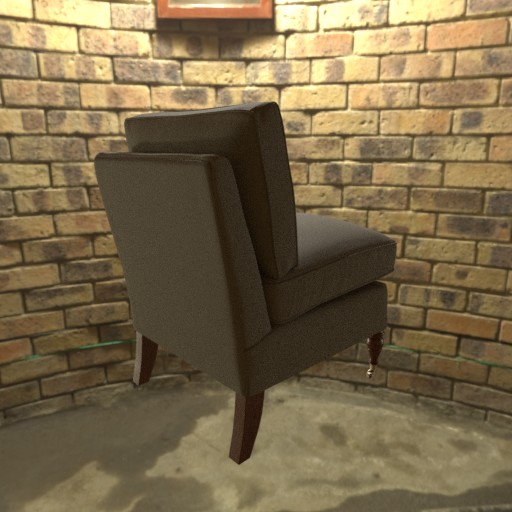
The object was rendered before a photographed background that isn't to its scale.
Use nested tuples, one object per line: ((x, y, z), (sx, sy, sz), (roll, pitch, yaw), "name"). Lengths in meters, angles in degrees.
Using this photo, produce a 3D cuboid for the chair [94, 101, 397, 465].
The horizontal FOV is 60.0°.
((0.000, 0.000, 1.686), (0.924, 1.045, 0.724), (-13, 19, -41), "chair")
